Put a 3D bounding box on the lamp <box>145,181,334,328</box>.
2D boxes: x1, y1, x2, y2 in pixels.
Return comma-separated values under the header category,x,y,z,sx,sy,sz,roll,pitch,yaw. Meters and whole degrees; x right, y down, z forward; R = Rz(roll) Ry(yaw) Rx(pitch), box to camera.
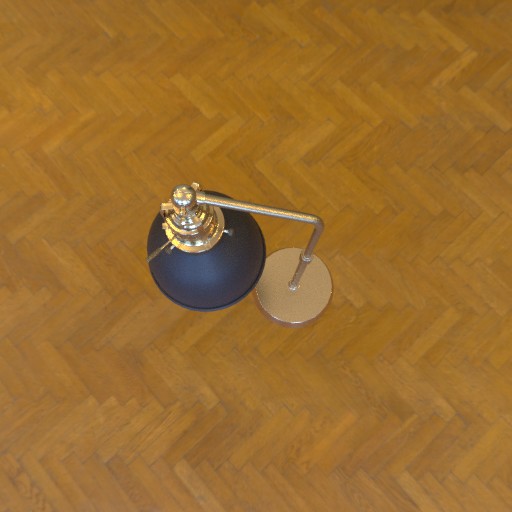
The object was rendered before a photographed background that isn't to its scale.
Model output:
category,x,y,z,sx,sy,sz,roll,pitch,yaw
lamp,0.000,0.000,0.609,0.291,0.456,0.160,1,76,0
